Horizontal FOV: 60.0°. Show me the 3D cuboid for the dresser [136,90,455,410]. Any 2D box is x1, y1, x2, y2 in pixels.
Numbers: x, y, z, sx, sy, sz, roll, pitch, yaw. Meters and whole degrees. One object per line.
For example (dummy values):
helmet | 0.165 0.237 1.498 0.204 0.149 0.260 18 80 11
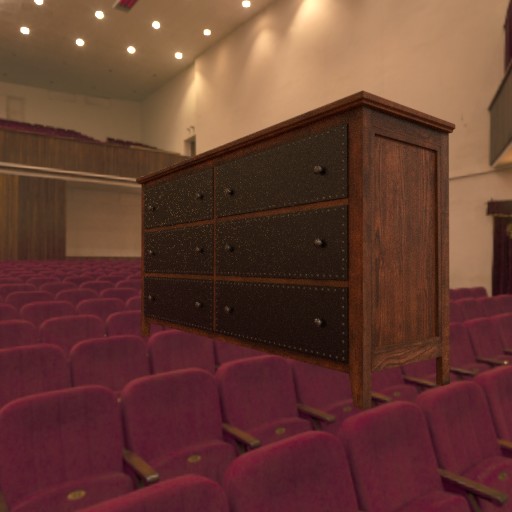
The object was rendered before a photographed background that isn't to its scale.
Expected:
dresser | 0.000 0.000 1.921 0.463 0.856 1.551 1 -1 -37
